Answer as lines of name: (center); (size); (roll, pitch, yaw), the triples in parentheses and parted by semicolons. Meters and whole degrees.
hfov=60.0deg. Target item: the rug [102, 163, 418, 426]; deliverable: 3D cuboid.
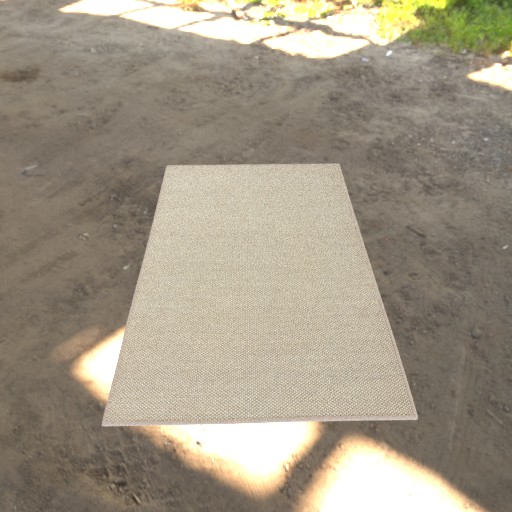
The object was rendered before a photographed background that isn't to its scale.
rug: (0.000, 0.000, 2.104); (1.067, 0.013, 1.676); (-1, 42, -1)
